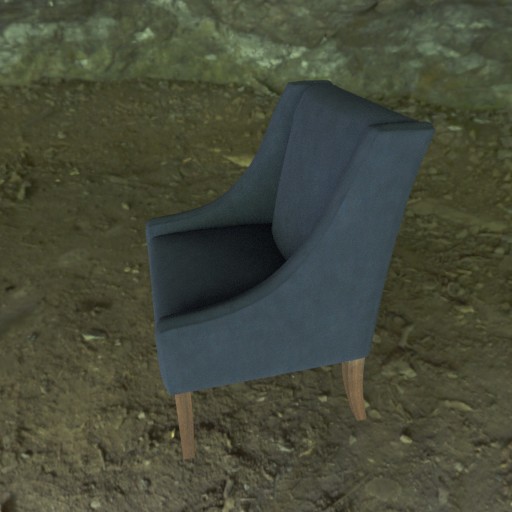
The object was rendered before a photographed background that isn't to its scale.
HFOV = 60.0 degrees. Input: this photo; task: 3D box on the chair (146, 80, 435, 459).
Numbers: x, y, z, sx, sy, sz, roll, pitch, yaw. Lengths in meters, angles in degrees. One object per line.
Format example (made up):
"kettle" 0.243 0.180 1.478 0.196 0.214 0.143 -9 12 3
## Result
"chair" 0.000 0.000 1.324 0.629 0.895 0.629 -7 31 -12
